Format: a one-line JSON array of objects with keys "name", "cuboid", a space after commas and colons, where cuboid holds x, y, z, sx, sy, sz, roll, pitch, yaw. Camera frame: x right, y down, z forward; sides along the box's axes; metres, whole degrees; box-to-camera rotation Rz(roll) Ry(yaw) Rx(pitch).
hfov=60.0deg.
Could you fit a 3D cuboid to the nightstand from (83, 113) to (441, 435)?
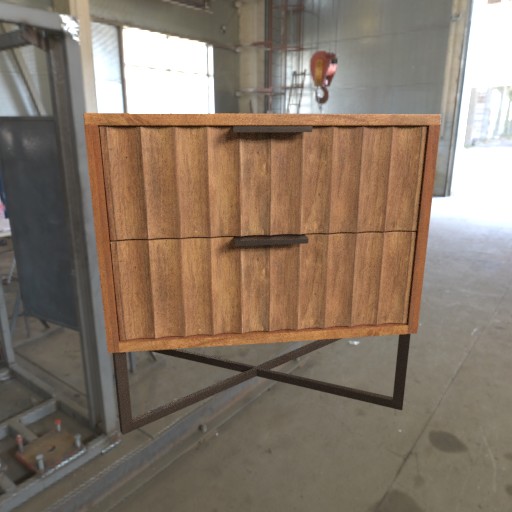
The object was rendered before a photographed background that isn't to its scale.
[{"name": "nightstand", "cuboid": [0.000, 0.000, 1.022, 0.613, 0.615, 0.427, -2, 16, -7]}]
